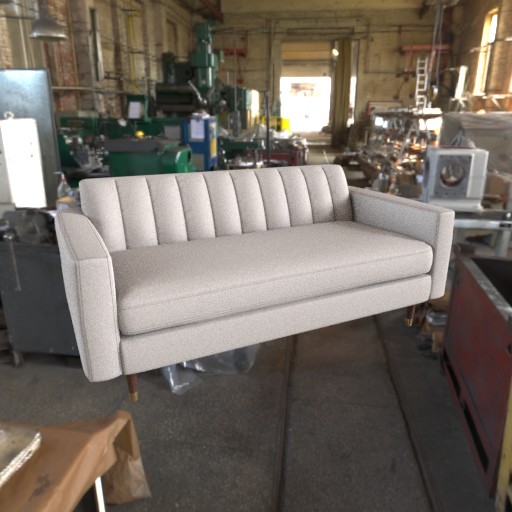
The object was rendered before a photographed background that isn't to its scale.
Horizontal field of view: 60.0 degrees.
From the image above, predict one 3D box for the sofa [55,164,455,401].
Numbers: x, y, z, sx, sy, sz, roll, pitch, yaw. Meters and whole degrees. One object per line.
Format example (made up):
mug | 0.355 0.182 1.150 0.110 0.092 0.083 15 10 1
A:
sofa | 0.000 0.000 2.372 1.895 0.814 0.969 -9 20 -25
